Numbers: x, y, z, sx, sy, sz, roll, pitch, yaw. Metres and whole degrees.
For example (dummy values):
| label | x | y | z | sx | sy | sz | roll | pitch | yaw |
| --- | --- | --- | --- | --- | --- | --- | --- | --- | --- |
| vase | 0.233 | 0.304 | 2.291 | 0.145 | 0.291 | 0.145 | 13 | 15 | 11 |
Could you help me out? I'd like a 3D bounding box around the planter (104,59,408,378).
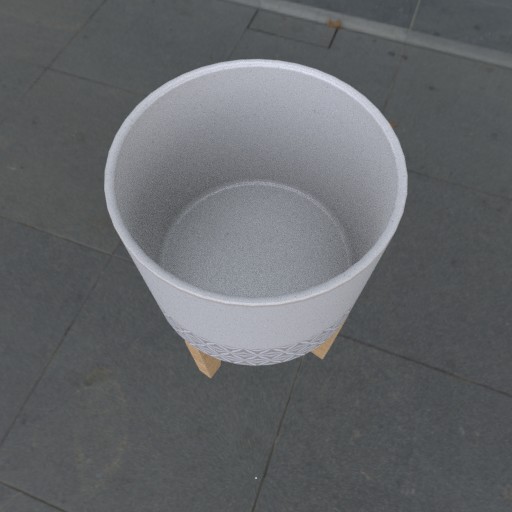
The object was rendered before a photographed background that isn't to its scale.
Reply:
| label | x | y | z | sx | sy | sz | roll | pitch | yaw |
| --- | --- | --- | --- | --- | --- | --- | --- | --- | --- |
| planter | 0.000 | 0.000 | 0.393 | 0.188 | 0.260 | 0.188 | 0 | 63 | 0 |
